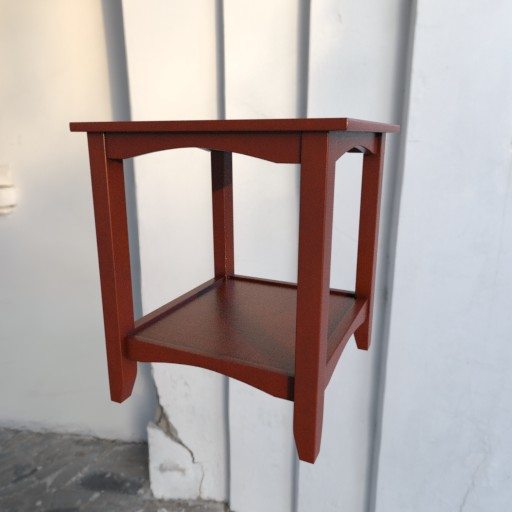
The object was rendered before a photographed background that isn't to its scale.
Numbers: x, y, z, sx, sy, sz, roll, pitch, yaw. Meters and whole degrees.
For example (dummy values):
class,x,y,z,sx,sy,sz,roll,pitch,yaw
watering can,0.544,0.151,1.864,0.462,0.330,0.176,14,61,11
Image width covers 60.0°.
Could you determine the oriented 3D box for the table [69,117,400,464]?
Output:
class,x,y,z,sx,sy,sz,roll,pitch,yaw
table,0.000,0.000,0.978,0.522,0.558,0.523,8,17,26
